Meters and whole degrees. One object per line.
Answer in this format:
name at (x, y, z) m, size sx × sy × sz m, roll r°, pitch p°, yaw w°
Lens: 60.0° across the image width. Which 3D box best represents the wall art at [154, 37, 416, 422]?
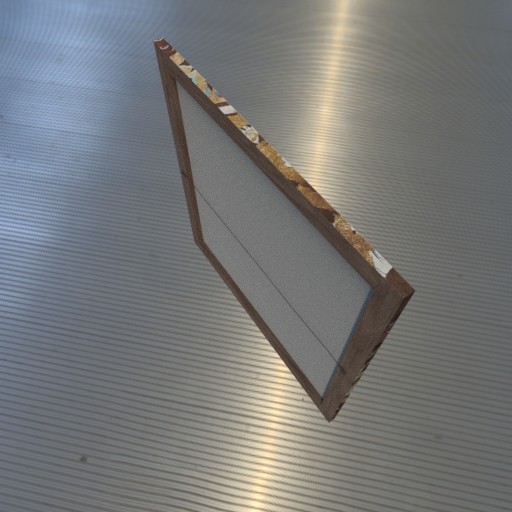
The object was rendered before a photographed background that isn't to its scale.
wall art at (0.000, 0.000, 1.110) m, size 0.028 × 0.762 × 0.757 m, roll -30°, pitch 62°, yaw -18°
